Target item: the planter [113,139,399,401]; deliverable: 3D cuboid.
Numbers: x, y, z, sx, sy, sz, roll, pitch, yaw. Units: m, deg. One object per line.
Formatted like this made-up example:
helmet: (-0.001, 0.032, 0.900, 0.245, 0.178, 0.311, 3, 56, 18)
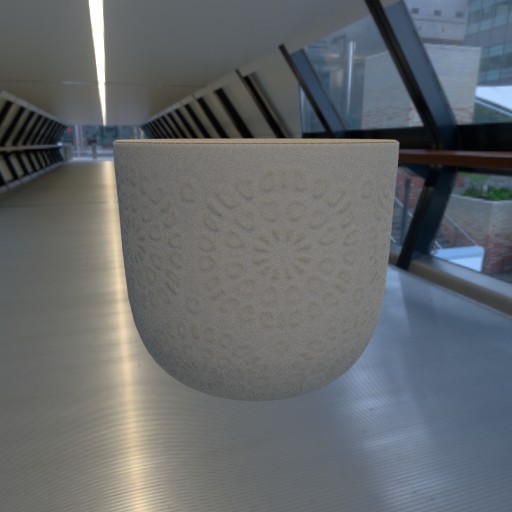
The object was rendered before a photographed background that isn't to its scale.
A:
planter: (0.000, 0.000, 0.215, 0.124, 0.109, 0.124, 0, 15, 0)
